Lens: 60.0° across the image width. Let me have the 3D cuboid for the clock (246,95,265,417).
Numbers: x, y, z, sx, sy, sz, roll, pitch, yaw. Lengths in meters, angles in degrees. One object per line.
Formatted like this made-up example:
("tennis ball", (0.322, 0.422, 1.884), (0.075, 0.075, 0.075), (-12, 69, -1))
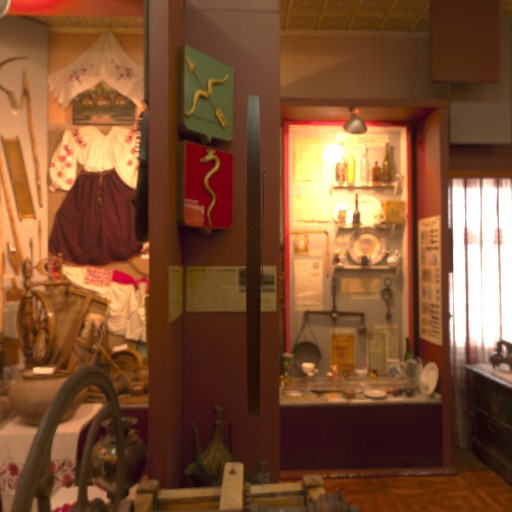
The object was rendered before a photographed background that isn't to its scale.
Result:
("clock", (0.000, 0.000, 0.875), (0.029, 0.595, 0.595), (0, -1, 0))
